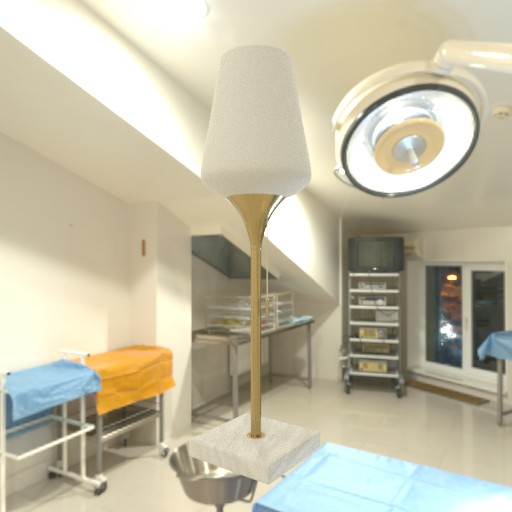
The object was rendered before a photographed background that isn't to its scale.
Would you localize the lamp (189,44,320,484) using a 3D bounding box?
[{"bbox_3d":[0.000,0.000,0.725,0.181,0.639,0.181,0,-1,36],"label":"lamp"}]
